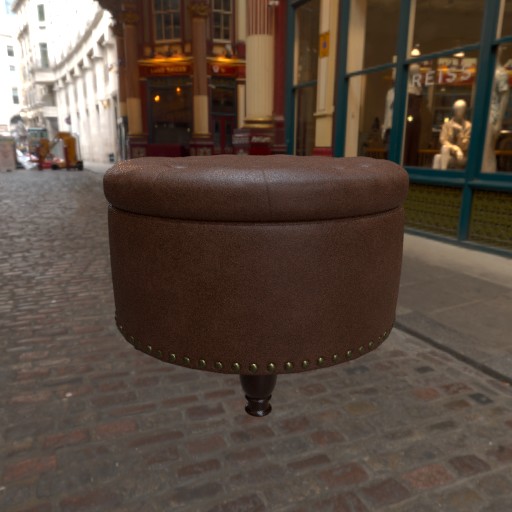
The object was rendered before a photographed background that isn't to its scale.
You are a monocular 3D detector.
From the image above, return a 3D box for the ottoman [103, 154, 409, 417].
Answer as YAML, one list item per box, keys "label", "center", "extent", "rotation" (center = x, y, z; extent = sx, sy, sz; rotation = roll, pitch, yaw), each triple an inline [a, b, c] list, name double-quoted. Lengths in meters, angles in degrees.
- label: "ottoman"
  center: [0.000, 0.000, 1.016]
  extent: [0.637, 0.442, 0.637]
  rotation: [0, 15, 0]
